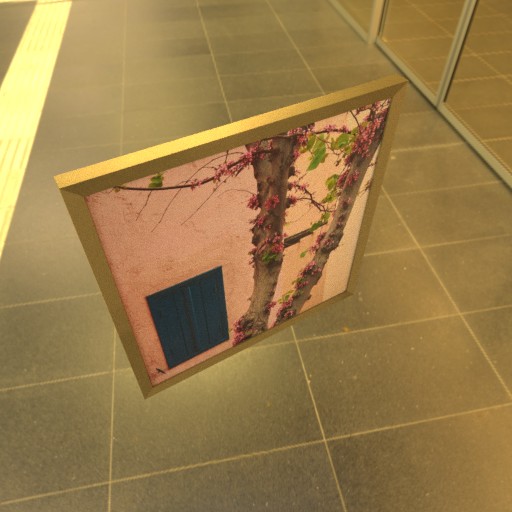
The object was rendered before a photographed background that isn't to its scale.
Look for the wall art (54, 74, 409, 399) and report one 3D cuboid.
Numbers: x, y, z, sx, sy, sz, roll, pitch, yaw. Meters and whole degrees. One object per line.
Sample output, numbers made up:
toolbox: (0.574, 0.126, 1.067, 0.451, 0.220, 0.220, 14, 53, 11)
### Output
wall art: (0.000, 0.000, 1.140, 0.762, 0.762, 0.038, -23, 51, -20)
